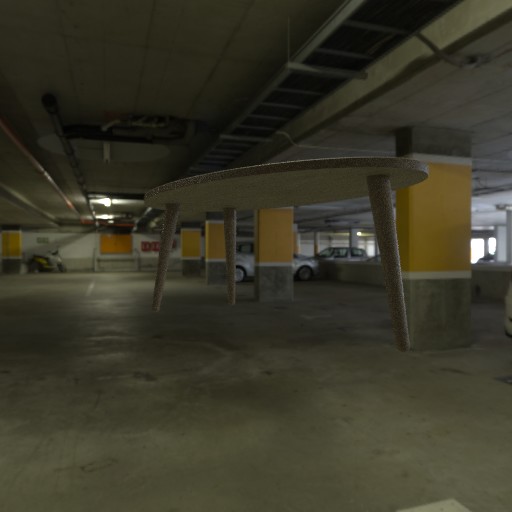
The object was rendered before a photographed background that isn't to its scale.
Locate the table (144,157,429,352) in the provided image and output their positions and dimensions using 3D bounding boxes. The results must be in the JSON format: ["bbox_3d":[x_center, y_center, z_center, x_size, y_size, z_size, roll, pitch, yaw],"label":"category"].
[{"bbox_3d":[0.000,0.000,1.322,0.542,0.390,1.083,0,1,-36],"label":"table"}]
